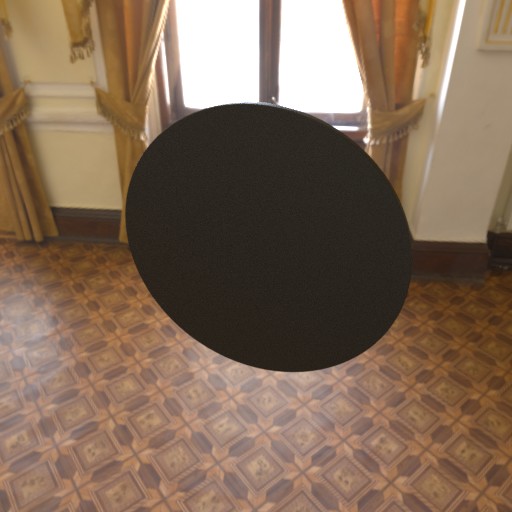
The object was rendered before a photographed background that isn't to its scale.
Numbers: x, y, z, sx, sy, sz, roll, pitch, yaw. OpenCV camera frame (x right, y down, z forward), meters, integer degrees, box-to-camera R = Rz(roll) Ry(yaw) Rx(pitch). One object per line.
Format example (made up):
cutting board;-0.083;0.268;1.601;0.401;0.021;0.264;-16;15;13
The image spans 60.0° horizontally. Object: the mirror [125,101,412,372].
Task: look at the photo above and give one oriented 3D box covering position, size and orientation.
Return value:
mirror;0.000;0.000;1.619;1.077;1.077;0.036;10;32;17
